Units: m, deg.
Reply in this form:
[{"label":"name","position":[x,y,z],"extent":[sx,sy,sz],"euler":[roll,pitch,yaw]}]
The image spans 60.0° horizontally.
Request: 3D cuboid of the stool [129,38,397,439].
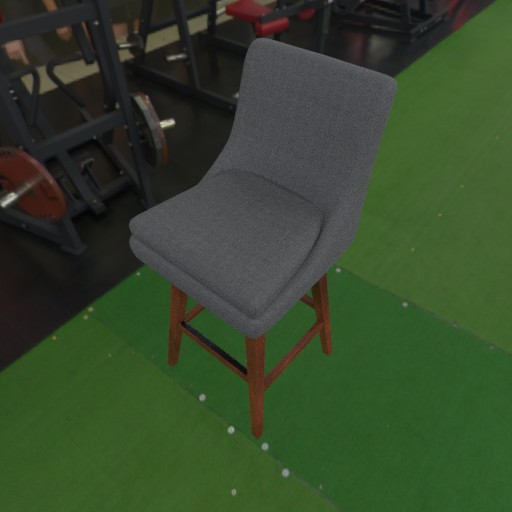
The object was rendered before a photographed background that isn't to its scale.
[{"label":"stool","position":[0.000,0.000,1.258],"extent":[0.447,0.977,0.524],"euler":[31,53,27]}]
